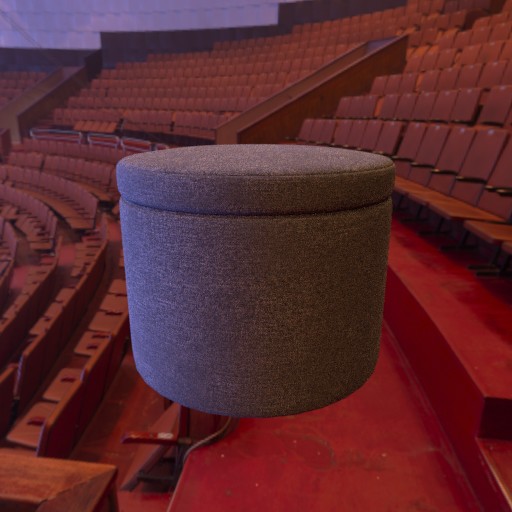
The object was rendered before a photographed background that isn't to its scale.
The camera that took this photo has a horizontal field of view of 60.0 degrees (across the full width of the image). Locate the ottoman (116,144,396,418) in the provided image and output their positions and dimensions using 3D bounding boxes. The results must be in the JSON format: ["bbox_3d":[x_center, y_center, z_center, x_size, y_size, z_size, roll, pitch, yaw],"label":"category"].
[{"bbox_3d":[0.000,0.000,0.879,0.500,0.419,0.500,0,17,0],"label":"ottoman"}]
